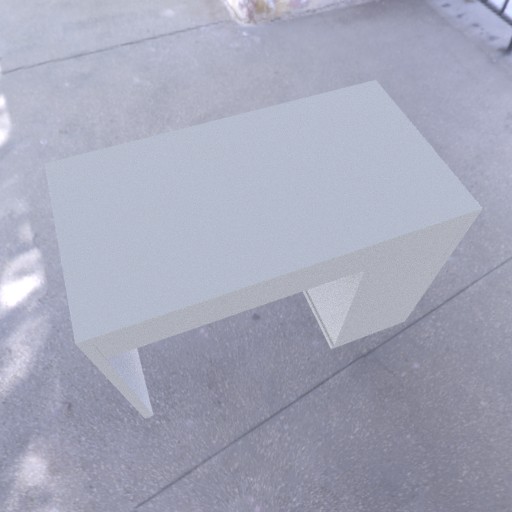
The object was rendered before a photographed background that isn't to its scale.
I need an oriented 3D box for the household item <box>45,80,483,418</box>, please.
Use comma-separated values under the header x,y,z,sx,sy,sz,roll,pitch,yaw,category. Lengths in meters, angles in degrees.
x,y,z,sx,sy,sz,roll,pitch,yaw,category
0.000,0.000,1.572,1.100,0.749,0.597,-18,59,-11,household item
